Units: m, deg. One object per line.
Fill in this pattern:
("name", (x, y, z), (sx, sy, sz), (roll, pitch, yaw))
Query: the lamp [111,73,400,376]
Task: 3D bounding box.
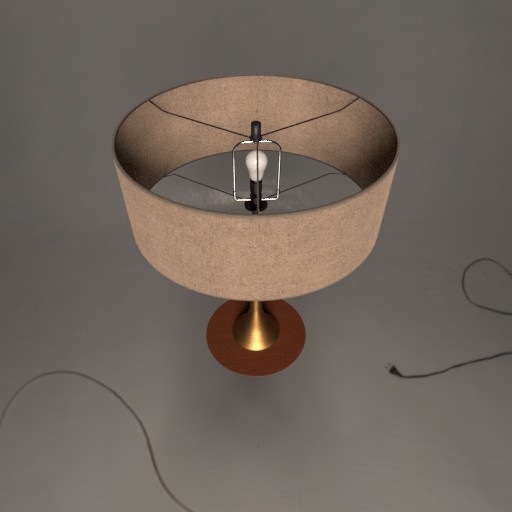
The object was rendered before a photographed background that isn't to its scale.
("lamp", (0.000, 0.000, 0.842), (0.417, 0.551, 0.396), (-2, 45, -2))
